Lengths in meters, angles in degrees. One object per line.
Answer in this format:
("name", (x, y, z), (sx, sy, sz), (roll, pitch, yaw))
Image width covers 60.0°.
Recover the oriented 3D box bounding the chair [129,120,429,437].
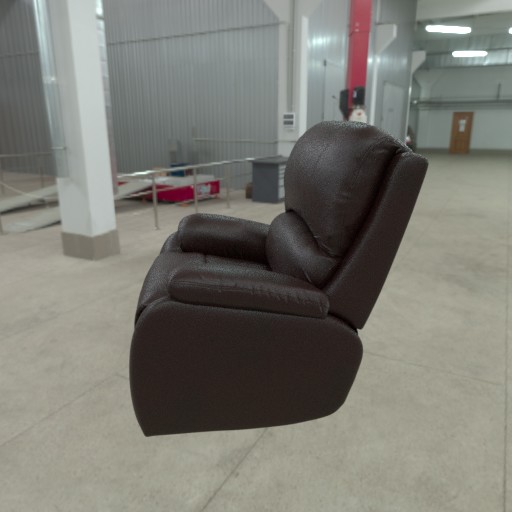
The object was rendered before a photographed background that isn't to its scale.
("chair", (0.000, 0.000, 1.726), (0.899, 1.011, 0.930), (-2, 17, -6))
